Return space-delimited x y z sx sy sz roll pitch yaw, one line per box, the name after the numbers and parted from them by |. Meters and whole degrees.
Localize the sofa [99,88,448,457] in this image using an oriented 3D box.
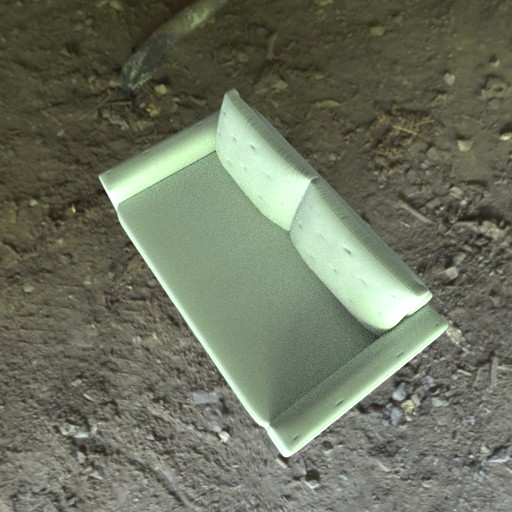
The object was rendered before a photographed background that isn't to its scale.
0.000 0.000 2.216 0.920 0.790 1.650 -33 68 -15 | sofa
